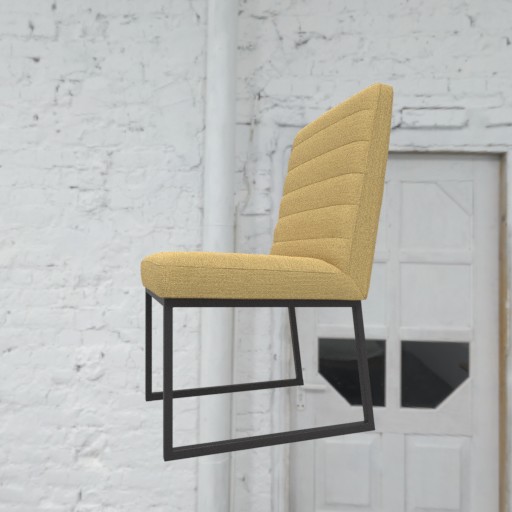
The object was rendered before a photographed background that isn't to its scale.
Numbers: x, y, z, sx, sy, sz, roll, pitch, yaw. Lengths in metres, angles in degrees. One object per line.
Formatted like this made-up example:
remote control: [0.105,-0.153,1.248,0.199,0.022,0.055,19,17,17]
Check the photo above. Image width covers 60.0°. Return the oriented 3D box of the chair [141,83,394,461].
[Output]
chair: [0.000,0.000,1.316,0.634,0.930,0.520,0,0,-19]
